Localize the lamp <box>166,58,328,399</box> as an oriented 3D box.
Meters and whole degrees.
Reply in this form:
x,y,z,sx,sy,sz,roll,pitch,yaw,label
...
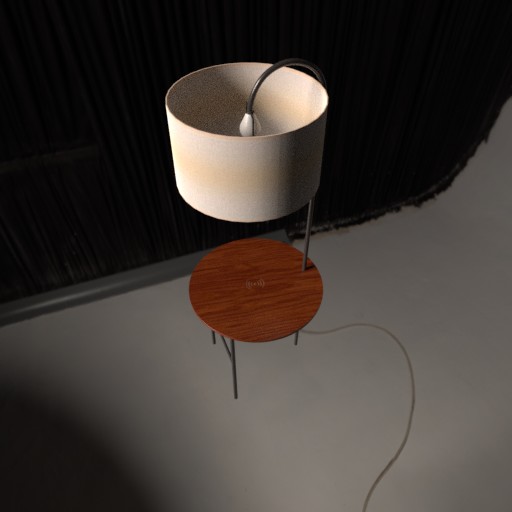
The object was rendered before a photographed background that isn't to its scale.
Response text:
x,y,z,sx,sy,sz,roll,pitch,yaw,label
0.000,0.000,1.774,0.573,1.517,0.573,0,45,0,lamp
